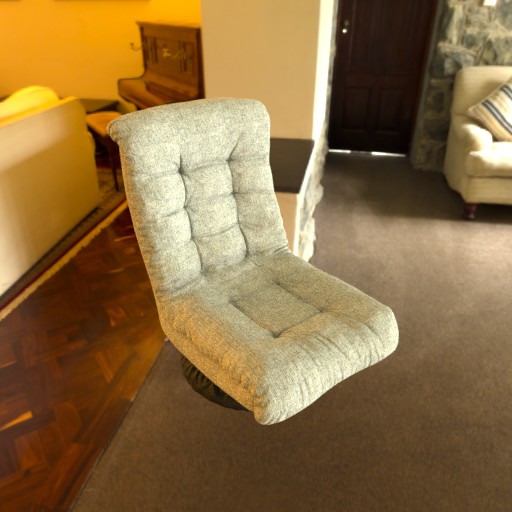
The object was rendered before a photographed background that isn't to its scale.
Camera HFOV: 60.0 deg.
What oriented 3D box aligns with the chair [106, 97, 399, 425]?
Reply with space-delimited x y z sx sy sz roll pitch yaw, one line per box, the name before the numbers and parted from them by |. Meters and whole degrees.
chair | 0.000 0.000 0.997 0.400 0.600 0.583 -21 36 -33
